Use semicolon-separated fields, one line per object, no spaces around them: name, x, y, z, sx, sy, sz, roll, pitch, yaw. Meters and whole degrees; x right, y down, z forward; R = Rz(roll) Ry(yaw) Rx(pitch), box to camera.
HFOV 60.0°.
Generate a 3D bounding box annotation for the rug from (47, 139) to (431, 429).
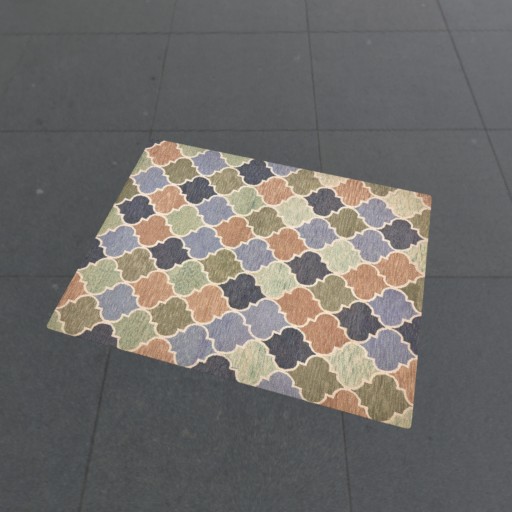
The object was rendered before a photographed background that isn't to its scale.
rug;0.000;0.000;4.319;3.200;0.013;2.439;13;60;8
